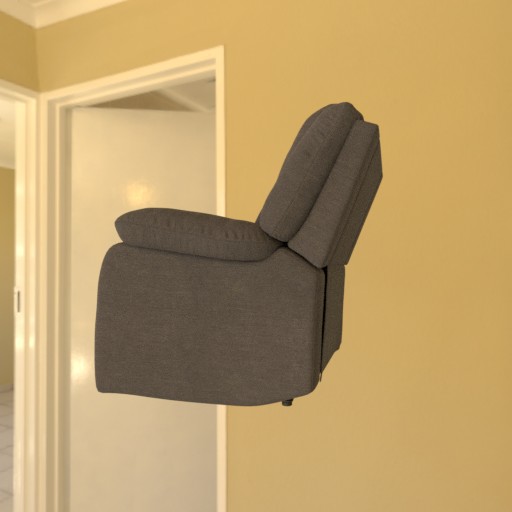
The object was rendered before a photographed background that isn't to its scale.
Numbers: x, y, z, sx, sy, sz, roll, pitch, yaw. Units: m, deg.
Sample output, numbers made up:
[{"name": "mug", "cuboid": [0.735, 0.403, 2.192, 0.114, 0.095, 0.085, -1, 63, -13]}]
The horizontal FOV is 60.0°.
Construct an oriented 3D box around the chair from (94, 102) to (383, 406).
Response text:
[{"name": "chair", "cuboid": [0.000, 0.000, 1.729, 0.944, 1.008, 0.899, 0, -1, 17]}]
